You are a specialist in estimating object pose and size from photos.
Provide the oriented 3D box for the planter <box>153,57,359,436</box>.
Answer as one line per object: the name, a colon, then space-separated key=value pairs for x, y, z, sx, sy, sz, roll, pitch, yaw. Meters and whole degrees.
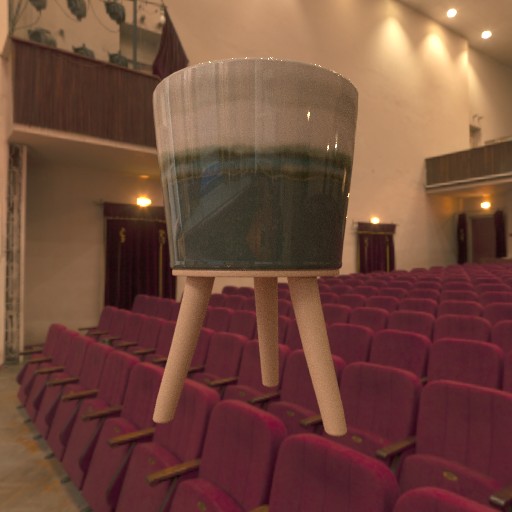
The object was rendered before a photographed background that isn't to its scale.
planter: x=0.000 y=0.000 z=0.474 sx=0.217 sy=0.331 sz=0.217 roll=1 pitch=-1 yaw=-36
